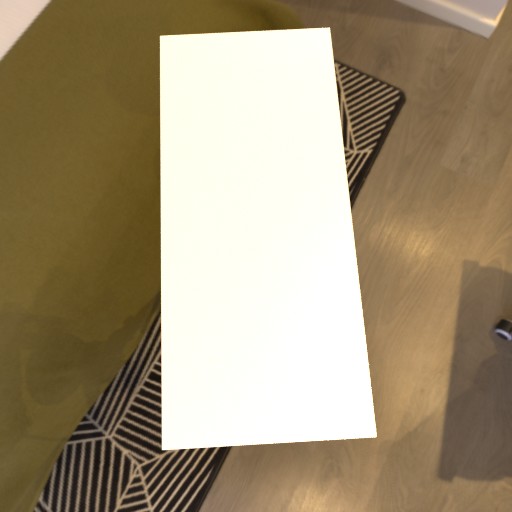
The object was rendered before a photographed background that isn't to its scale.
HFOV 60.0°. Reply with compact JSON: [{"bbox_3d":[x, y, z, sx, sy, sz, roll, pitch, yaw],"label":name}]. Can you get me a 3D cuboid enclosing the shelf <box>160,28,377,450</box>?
[{"bbox_3d":[0.000,0.000,1.278,0.396,0.732,0.895,-3,76,-1],"label":"shelf"}]
